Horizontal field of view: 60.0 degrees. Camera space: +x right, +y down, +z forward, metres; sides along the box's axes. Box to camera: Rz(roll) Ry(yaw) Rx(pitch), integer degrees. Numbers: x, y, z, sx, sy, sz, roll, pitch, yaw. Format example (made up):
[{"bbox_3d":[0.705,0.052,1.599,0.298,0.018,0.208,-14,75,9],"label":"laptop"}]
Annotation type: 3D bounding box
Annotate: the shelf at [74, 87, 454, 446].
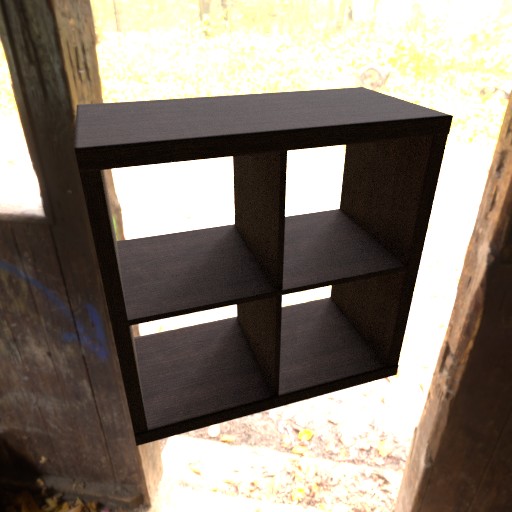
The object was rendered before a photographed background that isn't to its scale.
[{"bbox_3d":[0.000,0.000,1.228,0.790,0.786,0.390,-10,32,-16],"label":"shelf"}]
